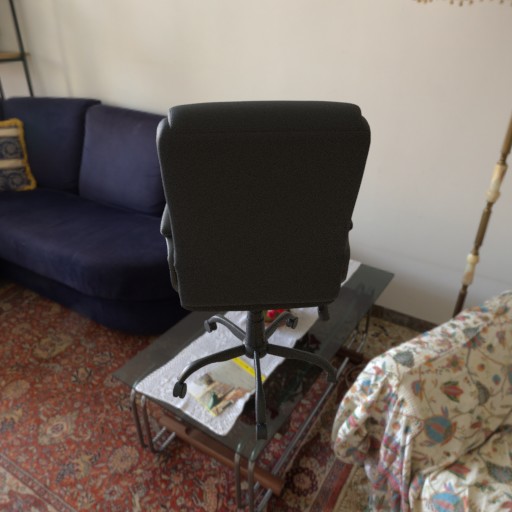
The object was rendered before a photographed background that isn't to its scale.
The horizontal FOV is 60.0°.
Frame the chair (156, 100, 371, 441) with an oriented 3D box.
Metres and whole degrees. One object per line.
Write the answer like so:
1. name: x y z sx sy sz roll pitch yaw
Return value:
1. chair: 0.000 0.000 1.446 0.615 1.072 0.655 -2 30 -3
